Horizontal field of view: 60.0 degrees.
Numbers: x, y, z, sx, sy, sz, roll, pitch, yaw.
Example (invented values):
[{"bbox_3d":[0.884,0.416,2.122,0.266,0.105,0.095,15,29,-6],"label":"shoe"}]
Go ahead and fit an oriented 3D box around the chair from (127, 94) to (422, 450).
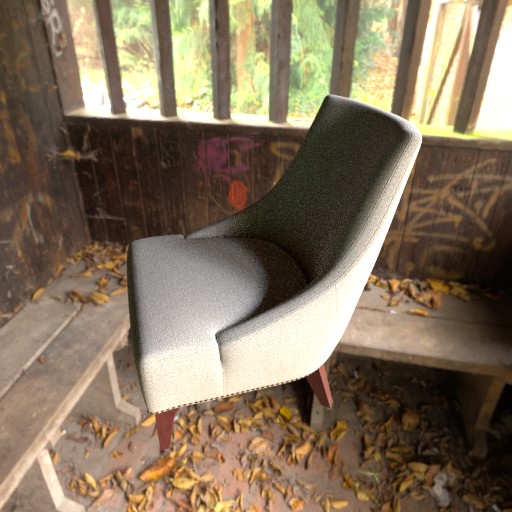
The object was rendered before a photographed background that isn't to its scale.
[{"bbox_3d":[0.000,0.000,1.484,0.861,0.909,0.701,-8,32,-14],"label":"chair"}]
